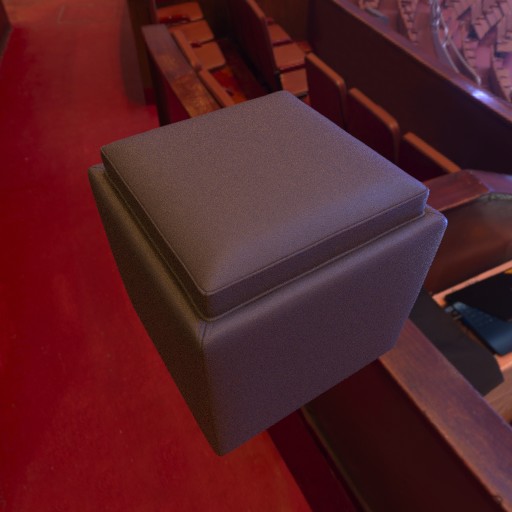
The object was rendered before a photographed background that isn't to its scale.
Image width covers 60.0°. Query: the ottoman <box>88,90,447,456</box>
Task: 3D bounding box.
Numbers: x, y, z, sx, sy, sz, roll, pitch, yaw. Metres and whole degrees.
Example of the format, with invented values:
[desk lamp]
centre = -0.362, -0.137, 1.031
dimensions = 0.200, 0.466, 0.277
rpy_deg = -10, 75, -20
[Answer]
[ottoman]
centre = 0.000, 0.000, 0.844
dimensions = 0.451, 0.460, 0.450
rpy_deg = -25, 51, -22
